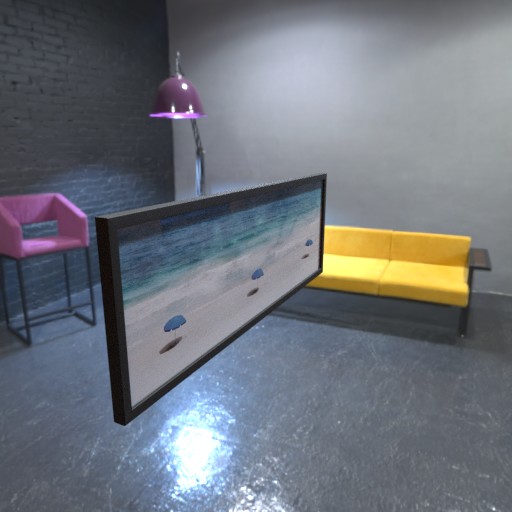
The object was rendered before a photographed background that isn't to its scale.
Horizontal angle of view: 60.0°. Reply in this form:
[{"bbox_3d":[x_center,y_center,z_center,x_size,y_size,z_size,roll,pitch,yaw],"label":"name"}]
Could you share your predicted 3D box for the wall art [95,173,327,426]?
[{"bbox_3d":[0.000,0.000,1.779,0.041,0.554,1.572,8,17,26],"label":"wall art"}]
